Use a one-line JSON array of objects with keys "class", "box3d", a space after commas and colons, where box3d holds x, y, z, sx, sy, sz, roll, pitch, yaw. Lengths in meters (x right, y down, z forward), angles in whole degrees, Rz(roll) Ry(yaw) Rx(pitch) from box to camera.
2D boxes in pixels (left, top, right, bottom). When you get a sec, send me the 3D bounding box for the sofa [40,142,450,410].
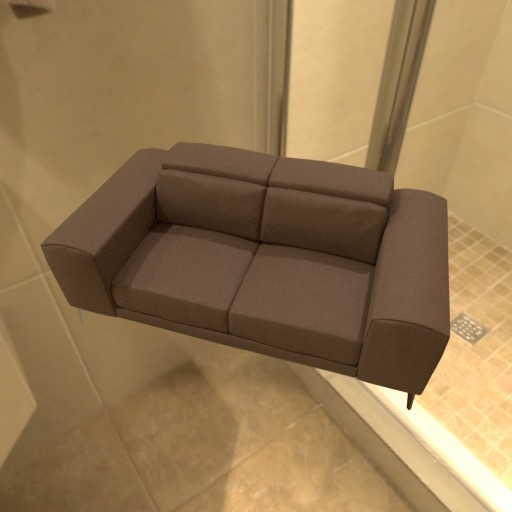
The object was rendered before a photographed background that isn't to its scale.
[{"class": "sofa", "box3d": [0.000, 0.000, 2.408, 1.895, 0.779, 1.003, 12, 43, 13]}]
